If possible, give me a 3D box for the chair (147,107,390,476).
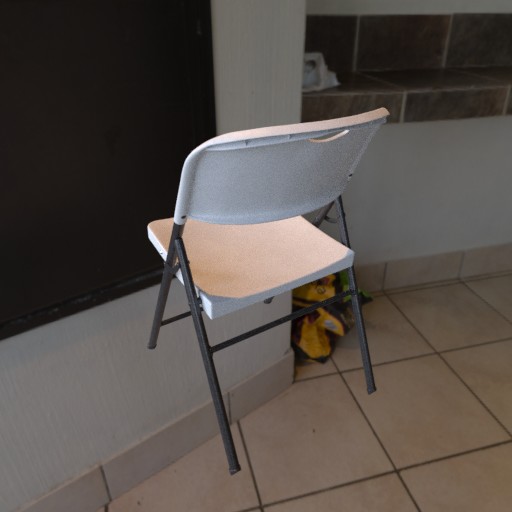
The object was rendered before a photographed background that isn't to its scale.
[{"bbox_3d":[0.000,0.000,1.171,0.494,0.810,0.566,-18,34,-28],"label":"chair"}]
